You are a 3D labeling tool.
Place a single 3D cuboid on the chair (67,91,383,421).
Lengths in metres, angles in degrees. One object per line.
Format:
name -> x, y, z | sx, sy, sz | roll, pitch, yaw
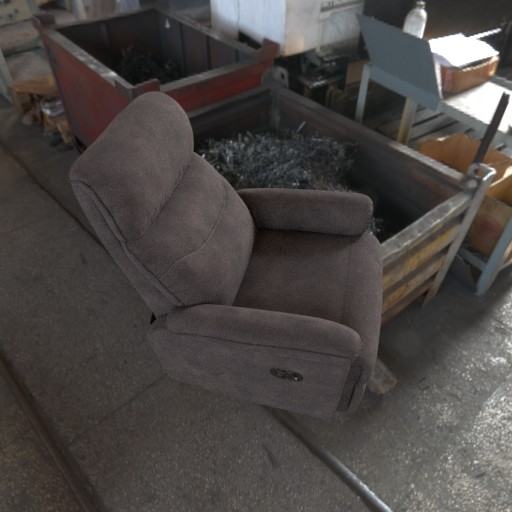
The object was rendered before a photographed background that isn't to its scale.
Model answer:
chair -> 0.000, 0.000, 1.705 | 1.009, 1.035, 0.830 | 10, 46, 10
